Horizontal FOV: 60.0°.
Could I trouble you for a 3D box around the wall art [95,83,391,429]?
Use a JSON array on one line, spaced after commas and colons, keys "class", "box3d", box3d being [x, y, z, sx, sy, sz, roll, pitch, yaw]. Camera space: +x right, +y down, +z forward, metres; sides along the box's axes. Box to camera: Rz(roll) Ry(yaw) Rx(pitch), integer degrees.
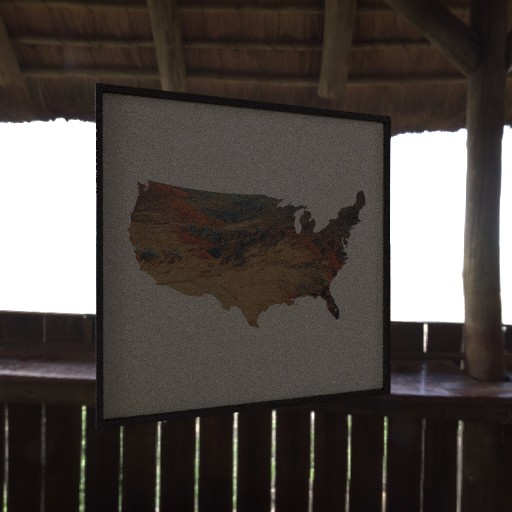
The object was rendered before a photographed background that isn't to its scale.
[{"class": "wall art", "box3d": [0.000, 0.000, 0.746, 0.507, 0.507, 0.038, 0, 0, -18]}]
